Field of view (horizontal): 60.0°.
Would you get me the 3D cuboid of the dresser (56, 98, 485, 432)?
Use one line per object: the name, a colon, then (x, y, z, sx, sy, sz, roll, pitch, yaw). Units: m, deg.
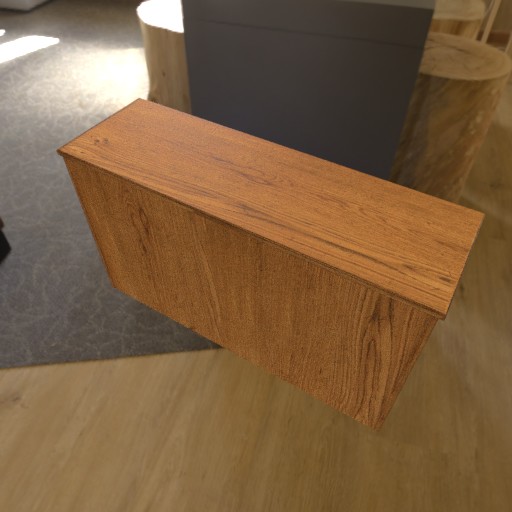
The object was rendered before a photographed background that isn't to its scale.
dresser: (0.000, 0.000, 2.105, 1.657, 0.932, 0.563, 24, 52, 21)
